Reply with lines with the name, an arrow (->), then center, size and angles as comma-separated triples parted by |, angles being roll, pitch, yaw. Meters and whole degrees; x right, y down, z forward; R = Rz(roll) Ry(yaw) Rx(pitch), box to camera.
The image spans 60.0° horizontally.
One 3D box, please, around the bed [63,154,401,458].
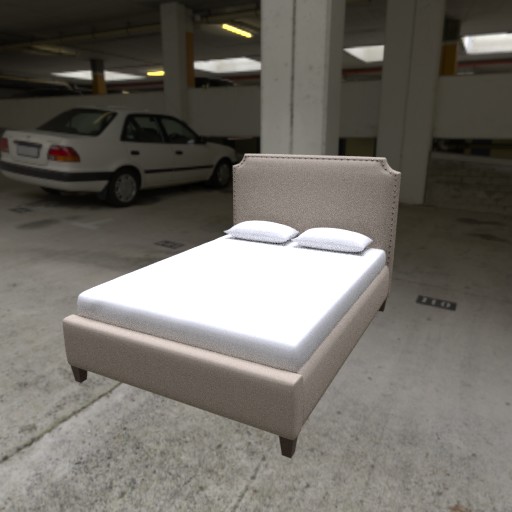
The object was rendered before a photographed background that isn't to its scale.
bed -> 0.000, 0.000, 3.497 | 1.713, 1.443, 2.372 | 8, 18, 26
